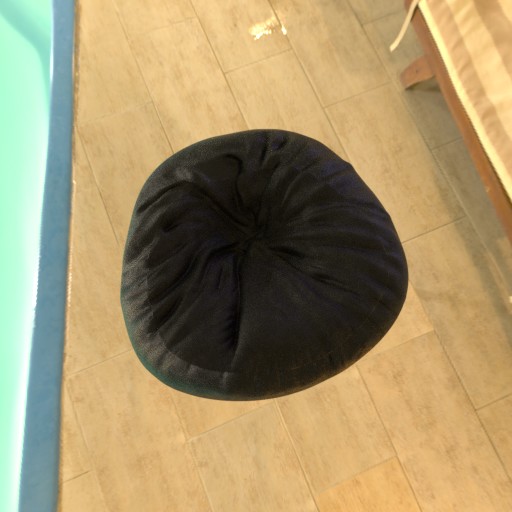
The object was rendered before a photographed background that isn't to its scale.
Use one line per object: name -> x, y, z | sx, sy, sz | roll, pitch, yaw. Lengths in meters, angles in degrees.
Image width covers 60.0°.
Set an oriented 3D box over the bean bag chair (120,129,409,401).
bean bag chair -> 0.000, 0.000, 2.500 | 1.524, 0.878, 1.524 | -16, 77, -4
